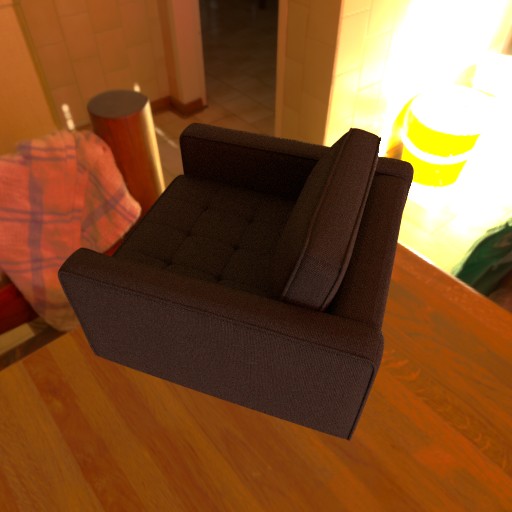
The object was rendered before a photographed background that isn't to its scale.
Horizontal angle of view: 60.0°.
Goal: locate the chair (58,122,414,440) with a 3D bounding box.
[{"bbox_3d":[0.000,0.000,1.559,0.919,0.770,0.899,14,47,13],"label":"chair"}]
